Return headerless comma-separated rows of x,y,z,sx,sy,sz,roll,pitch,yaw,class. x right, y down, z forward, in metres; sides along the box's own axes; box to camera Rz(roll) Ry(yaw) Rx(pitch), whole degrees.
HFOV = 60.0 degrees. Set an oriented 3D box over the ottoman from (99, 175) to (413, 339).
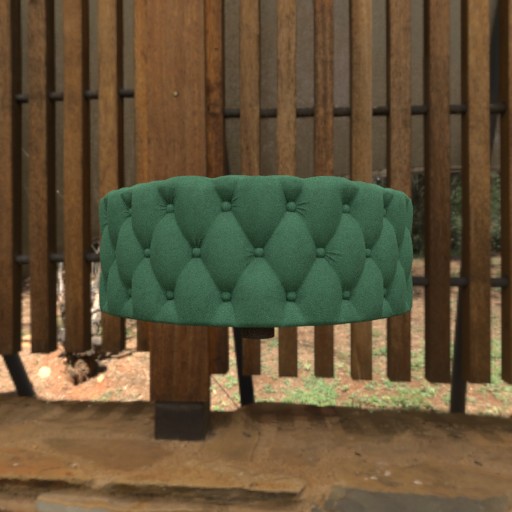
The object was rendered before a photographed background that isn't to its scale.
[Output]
0.000,0.000,1.484,0.998,0.399,0.998,0,0,0,ottoman
